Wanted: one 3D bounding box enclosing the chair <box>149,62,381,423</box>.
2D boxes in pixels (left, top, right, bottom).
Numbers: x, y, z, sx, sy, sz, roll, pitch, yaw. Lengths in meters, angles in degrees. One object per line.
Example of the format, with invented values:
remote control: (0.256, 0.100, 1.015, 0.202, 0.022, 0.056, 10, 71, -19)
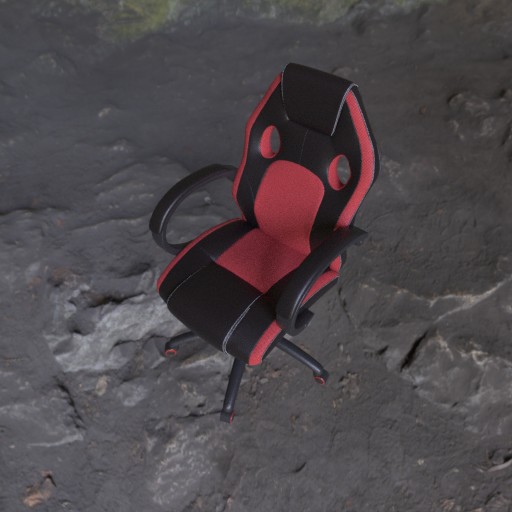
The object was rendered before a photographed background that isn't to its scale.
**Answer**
chair: (0.000, 0.000, 1.698, 0.750, 1.189, 0.783, 31, 53, 27)
